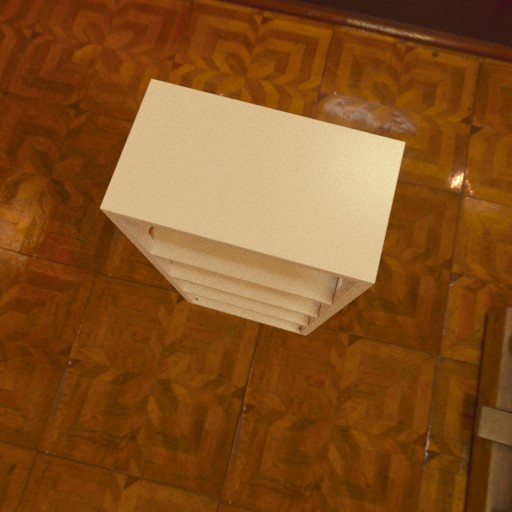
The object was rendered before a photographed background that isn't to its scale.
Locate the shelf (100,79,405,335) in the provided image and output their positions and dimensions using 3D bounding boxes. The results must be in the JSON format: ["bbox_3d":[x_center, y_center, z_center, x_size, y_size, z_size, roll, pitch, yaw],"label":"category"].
[{"bbox_3d":[0.000,0.000,1.665,0.611,1.411,0.340,15,76,4],"label":"shelf"}]
